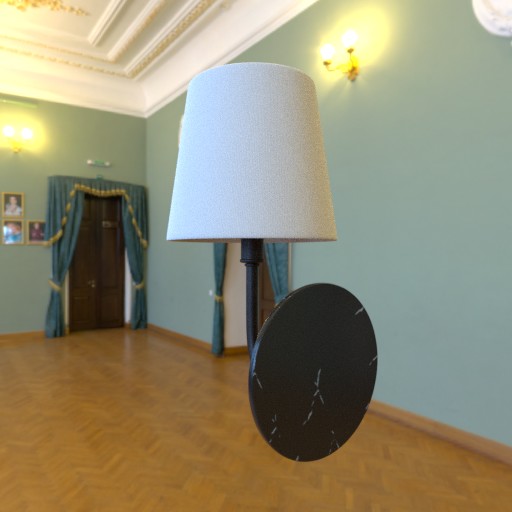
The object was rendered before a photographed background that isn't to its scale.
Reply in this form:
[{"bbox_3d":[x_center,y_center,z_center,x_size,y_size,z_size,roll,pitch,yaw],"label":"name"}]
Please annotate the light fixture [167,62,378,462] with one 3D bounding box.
[{"bbox_3d":[0.000,0.000,0.443,0.168,0.337,0.188,0,0,-36],"label":"light fixture"}]
